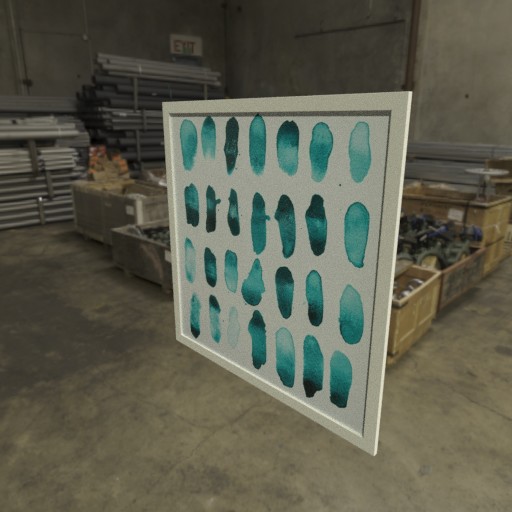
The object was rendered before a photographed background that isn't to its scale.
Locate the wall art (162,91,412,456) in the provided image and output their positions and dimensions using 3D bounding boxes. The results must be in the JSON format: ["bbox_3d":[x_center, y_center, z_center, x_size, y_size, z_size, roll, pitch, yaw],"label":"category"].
[{"bbox_3d":[0.000,0.000,1.212,0.013,0.813,0.812,-16,24,-42],"label":"wall art"}]
